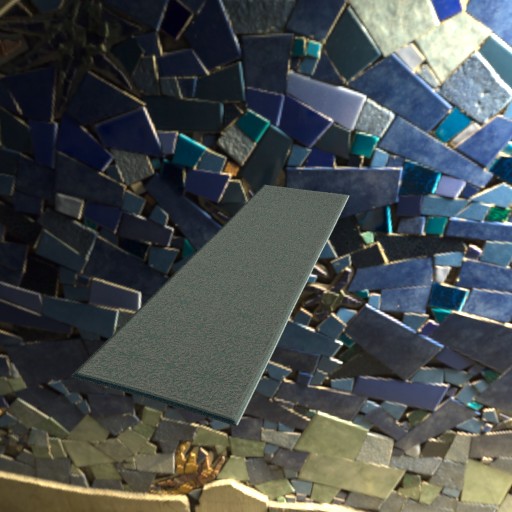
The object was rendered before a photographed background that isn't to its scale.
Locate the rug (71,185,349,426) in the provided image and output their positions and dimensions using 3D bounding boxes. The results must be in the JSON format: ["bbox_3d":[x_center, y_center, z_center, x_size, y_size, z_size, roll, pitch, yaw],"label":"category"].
[{"bbox_3d":[0.000,0.000,2.440,0.662,0.011,2.196,10,30,17],"label":"rug"}]
